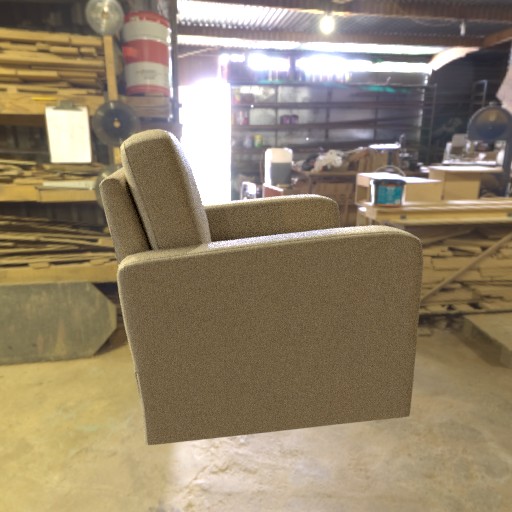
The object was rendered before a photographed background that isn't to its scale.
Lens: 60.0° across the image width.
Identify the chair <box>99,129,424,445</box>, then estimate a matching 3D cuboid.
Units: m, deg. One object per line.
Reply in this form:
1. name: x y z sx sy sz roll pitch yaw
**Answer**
1. chair: 0.000 0.000 1.503 0.888 0.827 0.755 -3 16 -9
